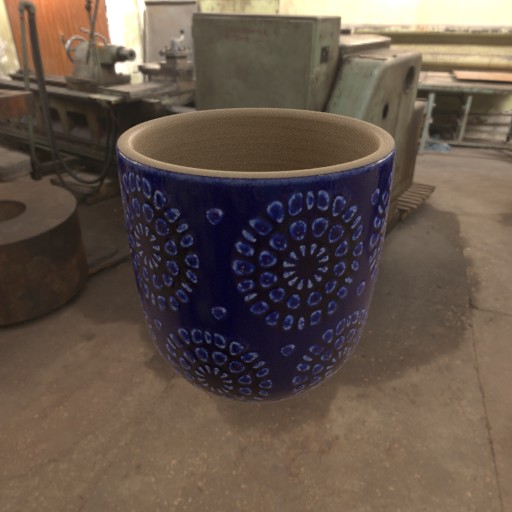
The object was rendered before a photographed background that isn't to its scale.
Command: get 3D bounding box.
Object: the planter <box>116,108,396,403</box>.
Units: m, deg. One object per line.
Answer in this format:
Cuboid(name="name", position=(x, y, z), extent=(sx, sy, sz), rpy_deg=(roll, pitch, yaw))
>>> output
Cuboid(name="planter", position=(0.000, 0.000, 0.203), extent=(0.109, 0.112, 0.109), rpy_deg=(0, 29, 0))
